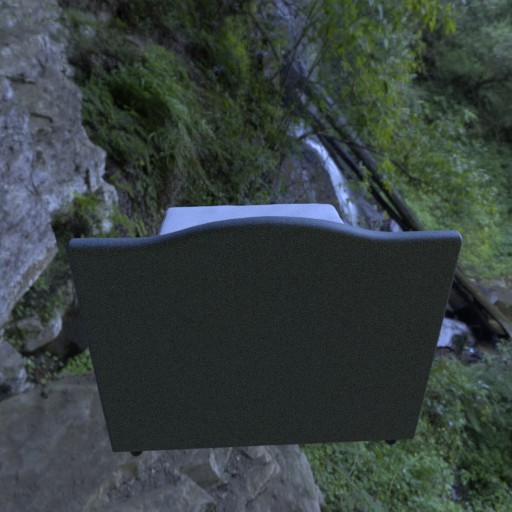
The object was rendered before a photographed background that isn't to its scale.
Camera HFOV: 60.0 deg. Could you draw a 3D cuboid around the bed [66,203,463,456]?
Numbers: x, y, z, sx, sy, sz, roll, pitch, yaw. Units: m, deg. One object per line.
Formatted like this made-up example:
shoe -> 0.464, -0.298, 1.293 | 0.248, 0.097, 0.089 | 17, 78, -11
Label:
bed -> 0.000, 0.000, 3.153 | 1.753, 1.460, 2.143 | -1, 28, -3
